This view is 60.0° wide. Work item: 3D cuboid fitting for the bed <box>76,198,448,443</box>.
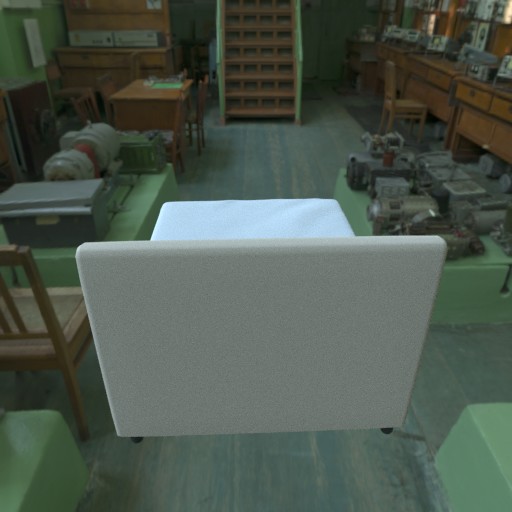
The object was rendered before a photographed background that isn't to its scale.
[{"bbox_3d":[0.000,0.000,3.197,1.748,1.330,2.142,-1,30,-2],"label":"bed"}]
